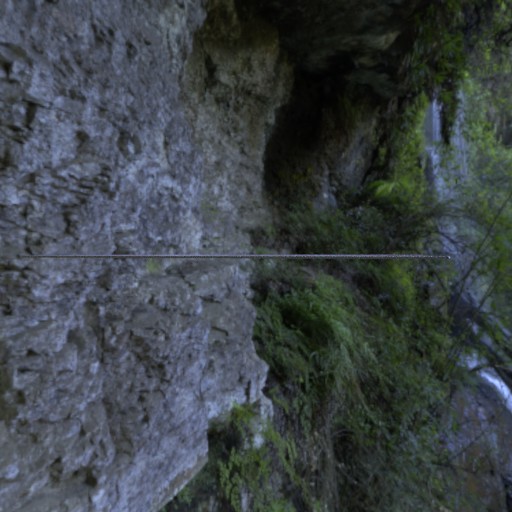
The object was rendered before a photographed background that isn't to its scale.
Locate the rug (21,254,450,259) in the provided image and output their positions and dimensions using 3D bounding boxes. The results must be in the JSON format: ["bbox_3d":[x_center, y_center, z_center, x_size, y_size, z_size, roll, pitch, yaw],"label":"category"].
[{"bbox_3d":[0.000,0.000,4.183,3.123,0.017,2.447,0,0,18],"label":"rug"}]
